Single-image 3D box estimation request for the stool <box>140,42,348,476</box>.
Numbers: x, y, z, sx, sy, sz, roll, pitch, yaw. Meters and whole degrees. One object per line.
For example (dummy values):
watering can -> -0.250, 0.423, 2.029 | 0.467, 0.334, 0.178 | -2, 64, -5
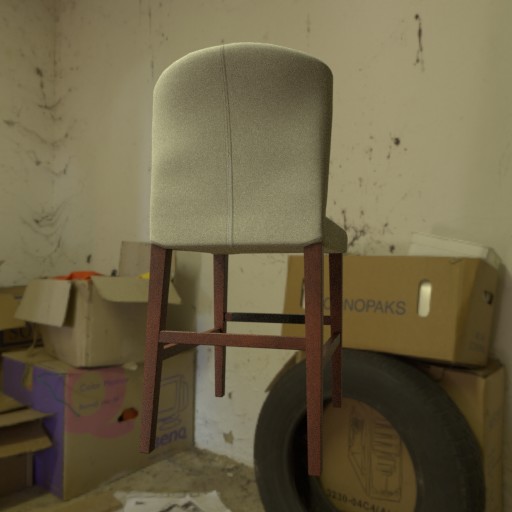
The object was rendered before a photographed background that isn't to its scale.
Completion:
stool -> 0.000, 0.000, 1.274 | 0.479, 0.968, 0.568 | 0, -1, 16
